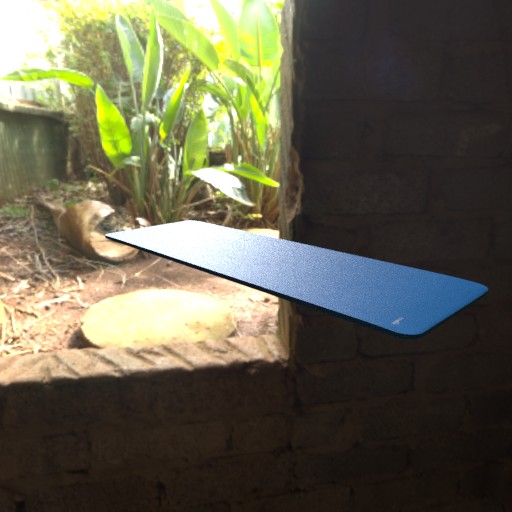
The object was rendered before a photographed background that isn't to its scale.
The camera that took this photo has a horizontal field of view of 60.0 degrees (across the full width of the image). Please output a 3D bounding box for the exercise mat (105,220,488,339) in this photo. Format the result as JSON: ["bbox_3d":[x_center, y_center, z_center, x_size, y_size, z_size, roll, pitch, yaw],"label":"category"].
[{"bbox_3d":[0.000,0.000,2.070,0.616,0.021,1.869,-15,21,-43],"label":"exercise mat"}]
